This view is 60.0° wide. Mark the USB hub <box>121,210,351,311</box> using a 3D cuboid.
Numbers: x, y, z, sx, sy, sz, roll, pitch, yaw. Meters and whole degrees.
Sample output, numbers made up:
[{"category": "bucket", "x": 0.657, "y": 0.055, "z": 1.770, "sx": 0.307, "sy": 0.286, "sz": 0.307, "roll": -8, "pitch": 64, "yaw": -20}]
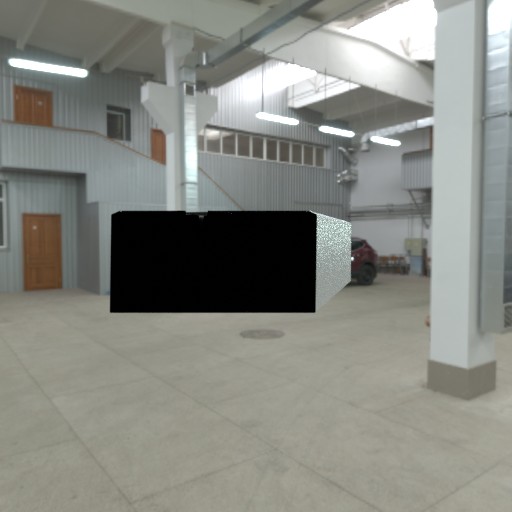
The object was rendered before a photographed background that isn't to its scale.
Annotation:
[{"category": "USB hub", "x": 0.000, "y": 0.000, "z": 0.130, "sx": 0.044, "sy": 0.023, "sz": 0.110, "roll": 1, "pitch": 3, "yaw": 18}]
